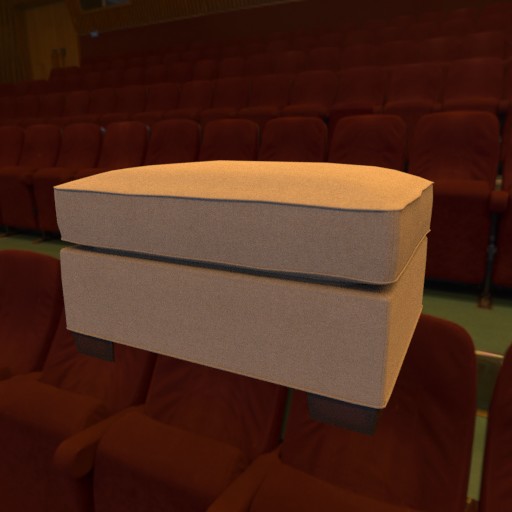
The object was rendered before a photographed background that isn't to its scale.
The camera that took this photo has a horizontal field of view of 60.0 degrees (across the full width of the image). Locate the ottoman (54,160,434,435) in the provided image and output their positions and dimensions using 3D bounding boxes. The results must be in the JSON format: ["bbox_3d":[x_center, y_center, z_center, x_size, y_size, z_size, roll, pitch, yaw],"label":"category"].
[{"bbox_3d":[0.000,0.000,1.223,0.846,0.503,0.617,7,16,26],"label":"ottoman"}]
